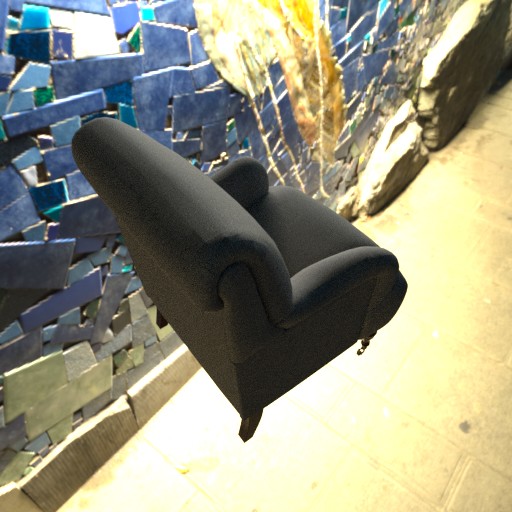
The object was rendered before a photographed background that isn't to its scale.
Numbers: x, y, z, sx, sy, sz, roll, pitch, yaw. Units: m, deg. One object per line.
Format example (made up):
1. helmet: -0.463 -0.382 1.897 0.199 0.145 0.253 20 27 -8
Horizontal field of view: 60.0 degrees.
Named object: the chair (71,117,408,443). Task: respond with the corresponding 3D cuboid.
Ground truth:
1. chair: 0.000 0.000 1.522 0.843 0.942 0.766 -27 49 -26
